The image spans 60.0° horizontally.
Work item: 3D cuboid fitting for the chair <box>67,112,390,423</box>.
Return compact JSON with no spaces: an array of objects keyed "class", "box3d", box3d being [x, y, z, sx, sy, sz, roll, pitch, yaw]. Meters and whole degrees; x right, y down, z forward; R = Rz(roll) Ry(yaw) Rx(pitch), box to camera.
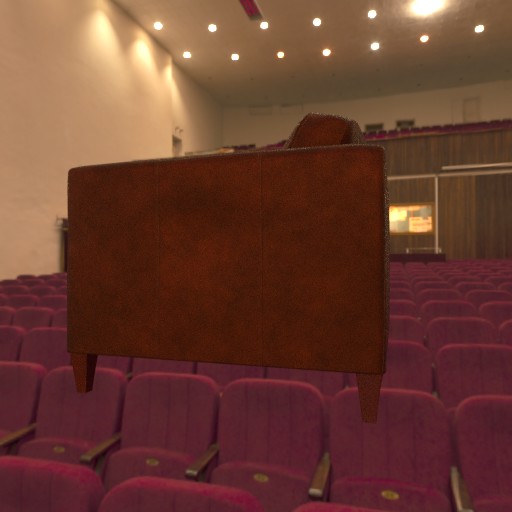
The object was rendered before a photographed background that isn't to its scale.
[{"class":"chair","box3d":[0.000,0.000,1.700,0.975,0.864,0.990,0,-1,17]}]
